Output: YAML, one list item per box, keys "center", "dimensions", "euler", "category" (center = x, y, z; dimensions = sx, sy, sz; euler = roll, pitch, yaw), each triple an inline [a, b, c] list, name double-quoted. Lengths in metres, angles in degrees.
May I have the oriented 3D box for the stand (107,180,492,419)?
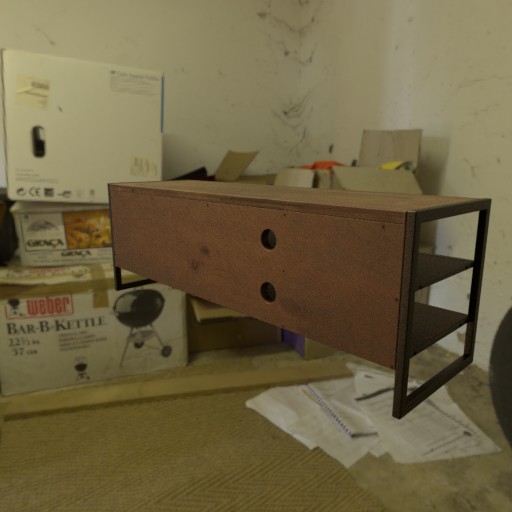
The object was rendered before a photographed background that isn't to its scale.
- center: [0.000, 0.000, 1.691]
  dimensions: [0.454, 0.506, 1.480]
  euler: [-12, 17, -42]
  category: "stand"
